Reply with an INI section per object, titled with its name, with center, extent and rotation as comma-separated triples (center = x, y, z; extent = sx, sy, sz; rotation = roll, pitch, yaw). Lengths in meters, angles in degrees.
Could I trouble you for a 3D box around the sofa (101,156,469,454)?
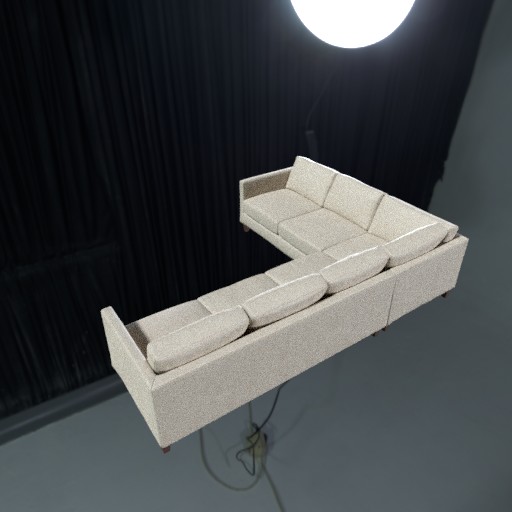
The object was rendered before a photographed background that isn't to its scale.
[sofa]
center = 0.000, 0.000, 4.327
extent = 3.182, 0.863, 2.432
rotation = -20, 37, -29
